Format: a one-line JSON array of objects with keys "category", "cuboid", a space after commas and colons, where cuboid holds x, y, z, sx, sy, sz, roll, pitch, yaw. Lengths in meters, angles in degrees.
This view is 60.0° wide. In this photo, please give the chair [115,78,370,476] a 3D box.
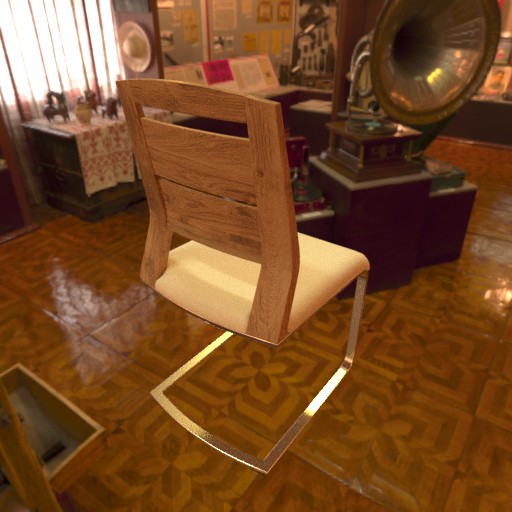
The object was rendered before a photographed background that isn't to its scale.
[{"category": "chair", "cuboid": [0.000, 0.000, 1.216, 0.457, 0.955, 0.561, 21, 36, 32]}]
